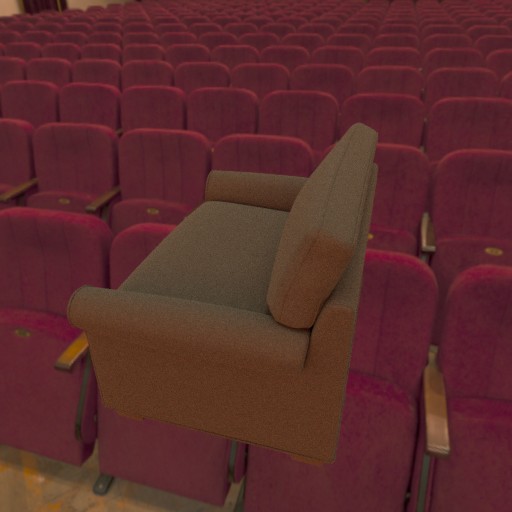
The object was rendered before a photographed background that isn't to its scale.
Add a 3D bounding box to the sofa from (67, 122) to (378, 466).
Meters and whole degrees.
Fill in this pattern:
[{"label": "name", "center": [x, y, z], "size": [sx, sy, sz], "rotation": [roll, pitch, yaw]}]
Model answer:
[{"label": "sofa", "center": [0.000, 0.000, 1.977], "size": [0.940, 0.953, 1.410], "rotation": [8, 31, 14]}]
